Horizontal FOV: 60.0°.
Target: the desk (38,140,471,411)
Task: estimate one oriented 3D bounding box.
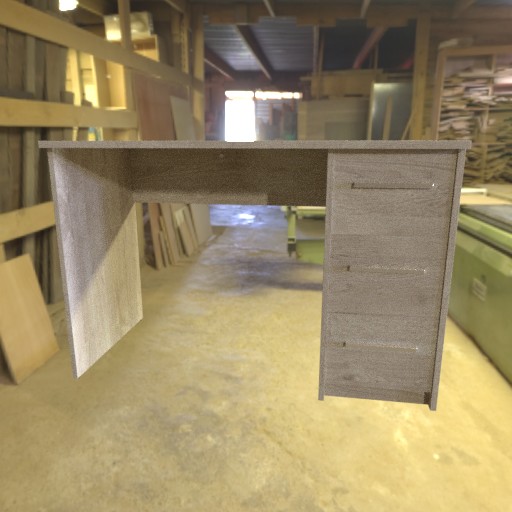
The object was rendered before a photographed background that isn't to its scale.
[{"bbox_3d":[0.000,0.000,1.464,1.097,0.735,0.560,2,15,9],"label":"desk"}]
